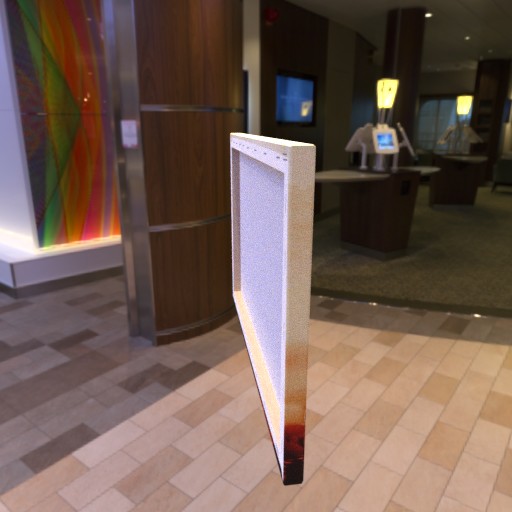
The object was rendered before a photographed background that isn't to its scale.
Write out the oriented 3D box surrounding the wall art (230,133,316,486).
[{"bbox_3d":[0.000,0.000,1.156,0.038,0.602,0.918,-2,17,-8],"label":"wall art"}]
